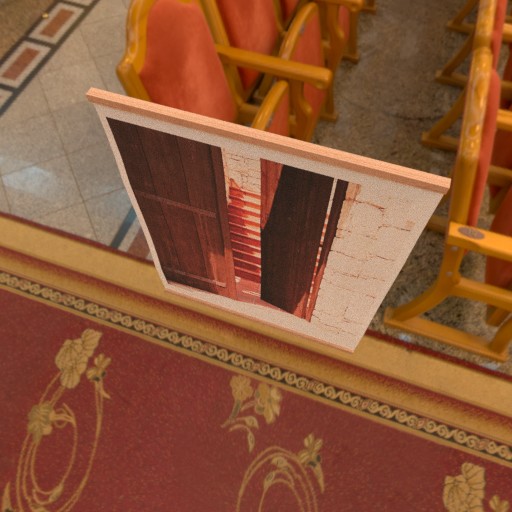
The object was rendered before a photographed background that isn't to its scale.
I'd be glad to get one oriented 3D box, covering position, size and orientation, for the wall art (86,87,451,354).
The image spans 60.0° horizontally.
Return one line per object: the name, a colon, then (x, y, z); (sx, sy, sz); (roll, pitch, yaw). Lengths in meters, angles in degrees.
wall art: (0.000, 0.000, 0.689); (0.406, 0.508, 0.013); (17, 61, 10)
